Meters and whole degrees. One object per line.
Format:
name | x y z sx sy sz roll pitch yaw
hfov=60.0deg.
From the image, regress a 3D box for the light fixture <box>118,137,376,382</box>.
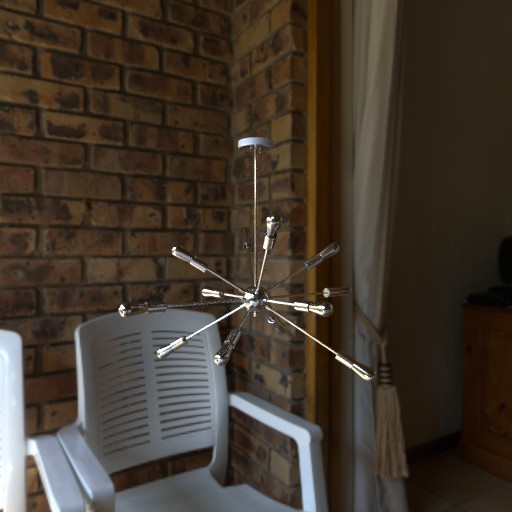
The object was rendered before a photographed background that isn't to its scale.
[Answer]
light fixture | 0.000 0.000 1.088 0.684 0.558 0.509 -1 1 -37
